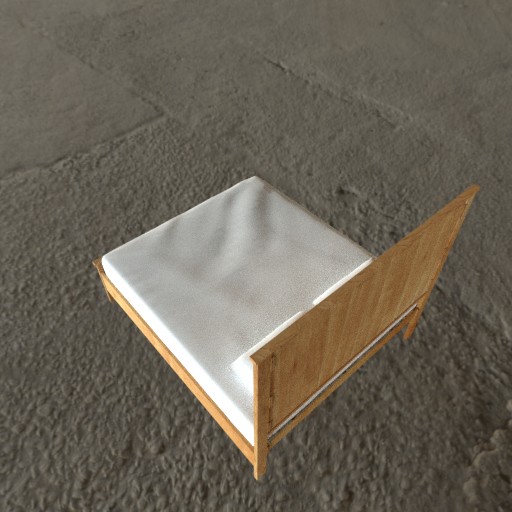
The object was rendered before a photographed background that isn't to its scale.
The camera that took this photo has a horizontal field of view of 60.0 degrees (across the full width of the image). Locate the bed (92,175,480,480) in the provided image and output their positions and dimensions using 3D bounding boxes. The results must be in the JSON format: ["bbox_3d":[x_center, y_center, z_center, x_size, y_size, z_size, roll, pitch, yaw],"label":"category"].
[{"bbox_3d":[0.000,0.000,3.611,1.936,1.686,2.201,-32,54,-27],"label":"bed"}]
